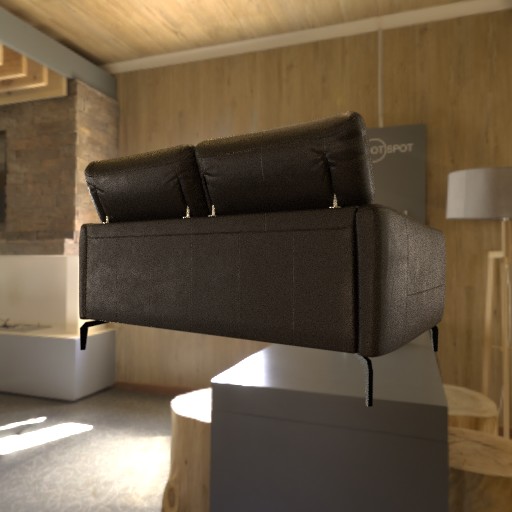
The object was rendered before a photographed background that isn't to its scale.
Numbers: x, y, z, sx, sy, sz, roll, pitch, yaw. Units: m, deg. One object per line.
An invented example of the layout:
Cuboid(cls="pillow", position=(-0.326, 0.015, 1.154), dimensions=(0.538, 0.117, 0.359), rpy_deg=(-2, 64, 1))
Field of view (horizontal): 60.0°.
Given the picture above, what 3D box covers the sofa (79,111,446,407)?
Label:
Cuboid(cls="sofa", position=(0.000, 0.000, 2.134), dimensions=(1.596, 0.920, 0.958), rpy_deg=(0, 0, 34))
